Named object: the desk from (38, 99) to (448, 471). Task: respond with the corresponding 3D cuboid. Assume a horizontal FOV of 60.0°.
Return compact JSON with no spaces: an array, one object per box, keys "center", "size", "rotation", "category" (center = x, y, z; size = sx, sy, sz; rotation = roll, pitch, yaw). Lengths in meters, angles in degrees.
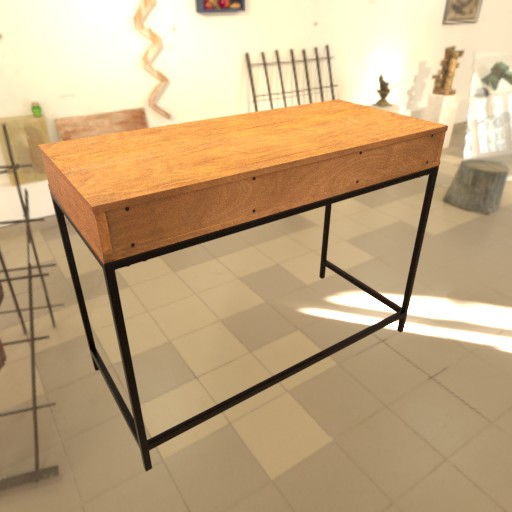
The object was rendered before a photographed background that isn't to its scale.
[{"center":[0.000,0.000,1.388],"size":[1.016,0.762,0.470],"rotation":[-19,35,-29],"category":"desk"}]
